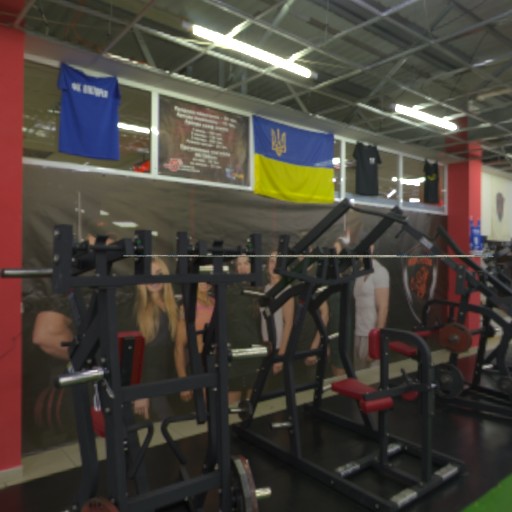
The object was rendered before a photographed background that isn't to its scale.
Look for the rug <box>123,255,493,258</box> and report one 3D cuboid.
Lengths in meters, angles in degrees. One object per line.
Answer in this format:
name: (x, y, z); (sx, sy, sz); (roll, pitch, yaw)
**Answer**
rug: (0.000, 0.000, 2.673); (0.774, 0.008, 2.437); (0, 0, -36)
